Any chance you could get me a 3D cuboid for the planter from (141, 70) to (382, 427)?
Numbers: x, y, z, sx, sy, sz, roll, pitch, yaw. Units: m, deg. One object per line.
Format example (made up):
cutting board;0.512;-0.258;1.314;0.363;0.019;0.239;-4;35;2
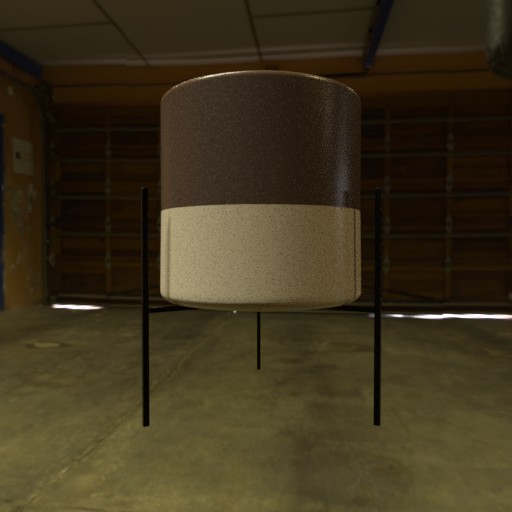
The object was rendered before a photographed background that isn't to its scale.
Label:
planter;0.000;0.000;0.517;0.260;0.353;0.250;-1;2;-37
